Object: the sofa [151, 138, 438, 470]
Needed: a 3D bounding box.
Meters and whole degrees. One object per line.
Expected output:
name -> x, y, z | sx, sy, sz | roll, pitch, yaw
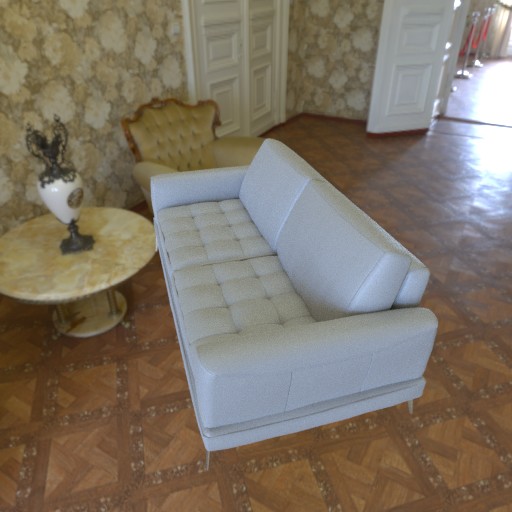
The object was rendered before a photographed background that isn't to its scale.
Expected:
sofa -> 0.000, 0.000, 2.721 | 1.121, 0.930, 2.177 | -9, 33, -14
